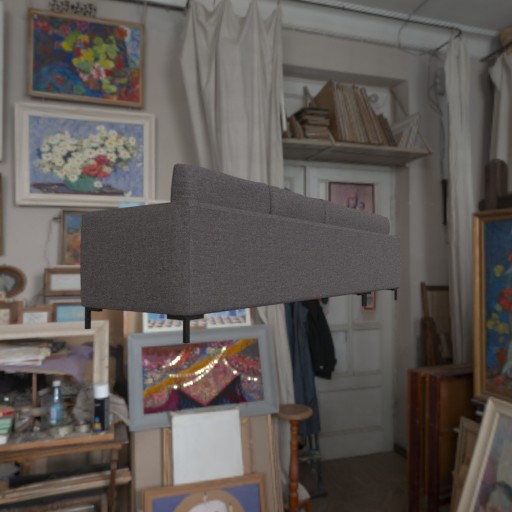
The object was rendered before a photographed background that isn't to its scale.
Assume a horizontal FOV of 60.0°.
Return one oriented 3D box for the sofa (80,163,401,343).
[{"bbox_3d":[0.000,0.000,3.190,1.258,0.754,2.731,-1,-1,35],"label":"sofa"}]
